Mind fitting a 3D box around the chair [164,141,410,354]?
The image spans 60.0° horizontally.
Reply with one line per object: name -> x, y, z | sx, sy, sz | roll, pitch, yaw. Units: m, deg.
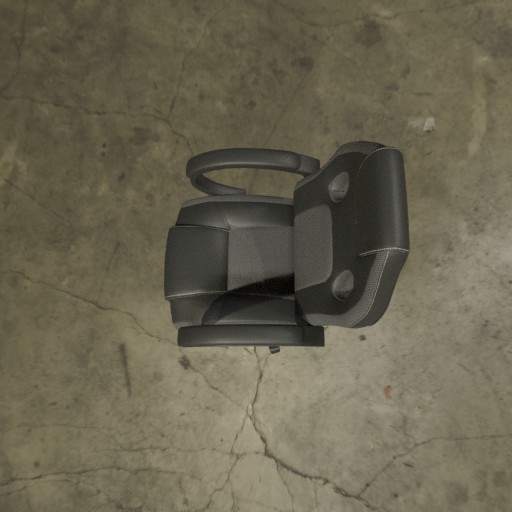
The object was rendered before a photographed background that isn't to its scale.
chair -> 0.000, 0.000, 1.601 | 0.724, 1.187, 0.673 | 1, 76, 0
